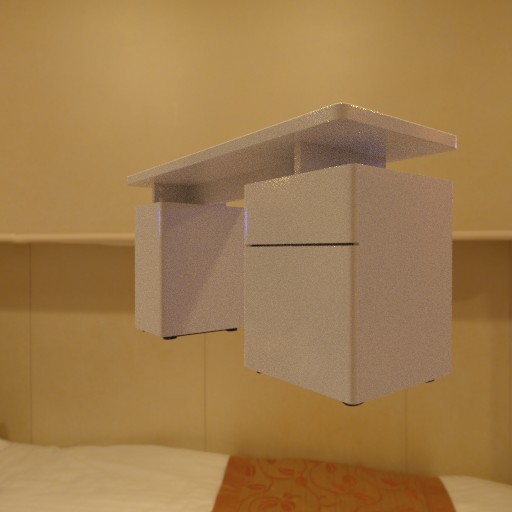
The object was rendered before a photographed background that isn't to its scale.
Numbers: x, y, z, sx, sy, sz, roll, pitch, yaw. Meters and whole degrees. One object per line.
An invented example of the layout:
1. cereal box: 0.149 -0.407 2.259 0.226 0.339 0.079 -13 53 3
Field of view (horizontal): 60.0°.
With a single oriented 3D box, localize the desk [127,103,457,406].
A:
1. desk: 0.000 0.000 1.791 0.550 0.762 1.400 -1 1 -37
